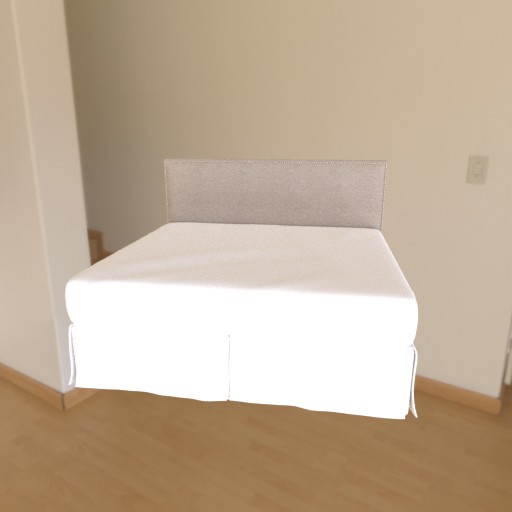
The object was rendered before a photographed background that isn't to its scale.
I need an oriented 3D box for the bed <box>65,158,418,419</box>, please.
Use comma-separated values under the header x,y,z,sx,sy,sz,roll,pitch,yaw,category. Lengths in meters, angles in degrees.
x,y,z,sx,sy,sz,roll,pitch,yaw,category
0.000,0.000,3.387,2.170,1.346,1.914,2,16,9,bed
